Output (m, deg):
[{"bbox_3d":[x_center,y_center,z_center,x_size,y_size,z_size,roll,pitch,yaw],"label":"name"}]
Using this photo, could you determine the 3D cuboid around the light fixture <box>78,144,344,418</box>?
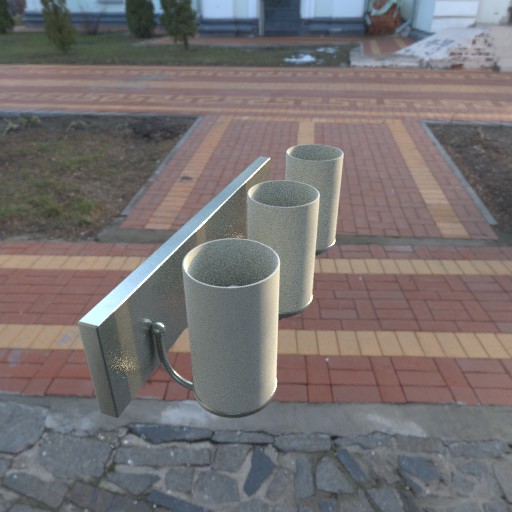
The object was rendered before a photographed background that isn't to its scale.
[{"bbox_3d":[0.000,0.000,0.539,0.145,0.172,0.451,10,32,16],"label":"light fixture"}]
